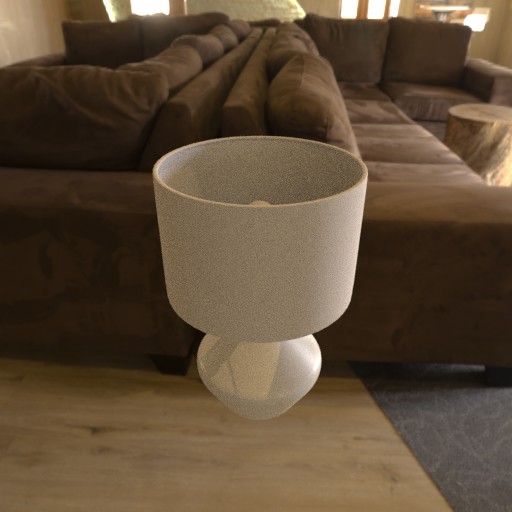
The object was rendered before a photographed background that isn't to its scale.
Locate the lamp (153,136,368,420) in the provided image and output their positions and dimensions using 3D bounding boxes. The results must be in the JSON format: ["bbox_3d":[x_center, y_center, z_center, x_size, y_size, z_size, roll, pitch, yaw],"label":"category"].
[{"bbox_3d":[0.000,0.000,0.866,0.401,0.457,0.546,10,32,16],"label":"lamp"}]
